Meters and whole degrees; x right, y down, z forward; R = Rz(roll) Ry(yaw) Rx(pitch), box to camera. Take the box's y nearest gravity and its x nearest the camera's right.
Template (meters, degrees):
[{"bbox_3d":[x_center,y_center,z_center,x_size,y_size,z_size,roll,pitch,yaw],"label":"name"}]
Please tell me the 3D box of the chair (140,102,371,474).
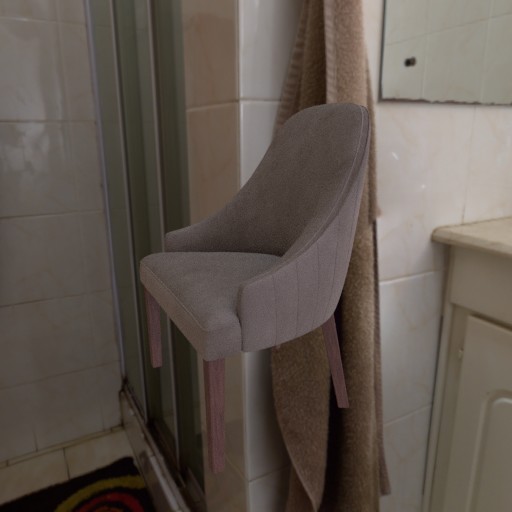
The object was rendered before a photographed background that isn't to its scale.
[{"bbox_3d":[0.000,0.000,1.336,0.575,0.889,0.643,-8,17,-26],"label":"chair"}]
